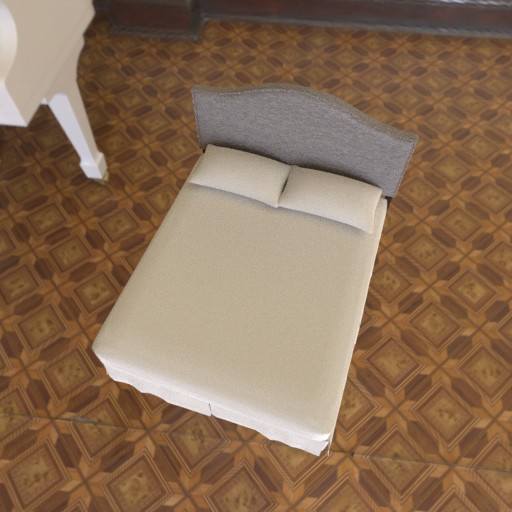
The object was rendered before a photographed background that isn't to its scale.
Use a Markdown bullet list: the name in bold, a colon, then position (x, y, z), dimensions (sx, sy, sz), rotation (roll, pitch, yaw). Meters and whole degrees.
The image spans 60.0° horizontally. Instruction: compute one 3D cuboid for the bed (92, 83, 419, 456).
- **bed**: position (0.000, 0.000, 2.904), dimensions (1.610, 1.295, 1.870), rotation (16, 59, 10)
